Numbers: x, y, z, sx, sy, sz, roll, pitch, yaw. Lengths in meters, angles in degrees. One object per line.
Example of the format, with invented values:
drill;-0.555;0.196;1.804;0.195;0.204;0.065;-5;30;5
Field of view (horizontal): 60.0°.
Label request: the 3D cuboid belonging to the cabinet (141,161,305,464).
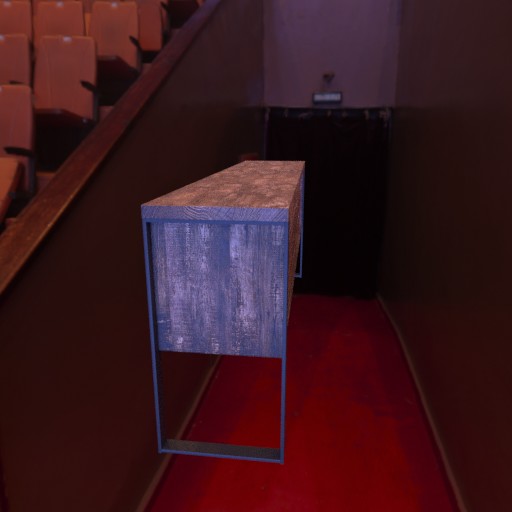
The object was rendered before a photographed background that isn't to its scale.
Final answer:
cabinet;0.000;0.000;2.084;0.395;0.762;1.800;2;16;7
